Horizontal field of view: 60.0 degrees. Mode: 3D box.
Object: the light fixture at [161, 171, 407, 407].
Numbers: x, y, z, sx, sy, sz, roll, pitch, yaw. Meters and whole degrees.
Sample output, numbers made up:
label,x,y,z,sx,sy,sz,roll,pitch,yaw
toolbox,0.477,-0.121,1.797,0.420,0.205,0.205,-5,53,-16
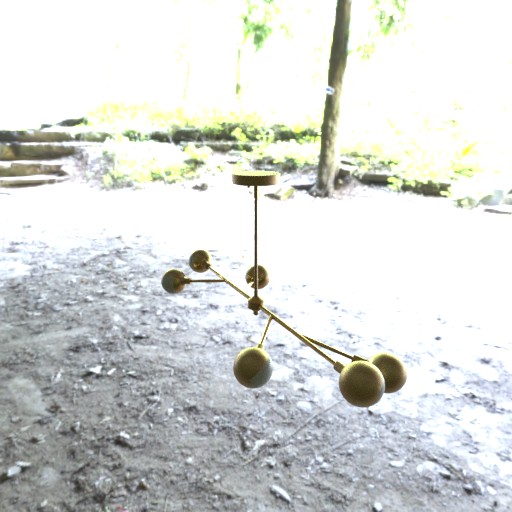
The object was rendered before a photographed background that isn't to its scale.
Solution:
label,x,y,z,sx,sy,sz,roll,pitch,yaw
light fixture,0.000,0.000,0.979,0.434,0.362,0.778,-3,17,-11
